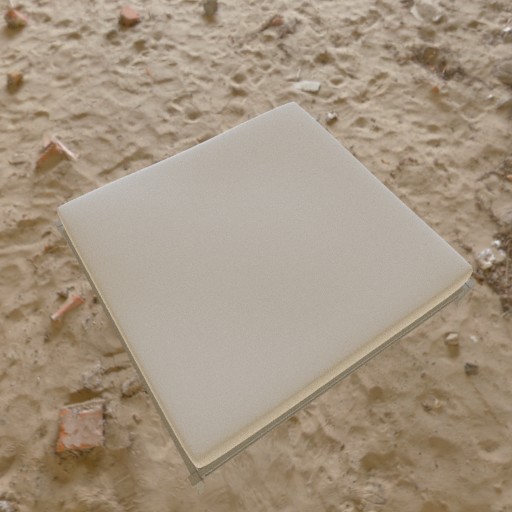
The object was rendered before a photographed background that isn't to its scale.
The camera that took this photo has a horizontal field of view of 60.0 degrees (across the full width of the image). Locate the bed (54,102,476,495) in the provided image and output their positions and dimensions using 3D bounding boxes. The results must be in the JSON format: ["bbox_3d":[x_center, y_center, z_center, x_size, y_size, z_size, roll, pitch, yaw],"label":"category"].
[{"bbox_3d":[0.000,0.000,3.014,2.108,0.510,2.007,-29,63,-17],"label":"bed"}]
